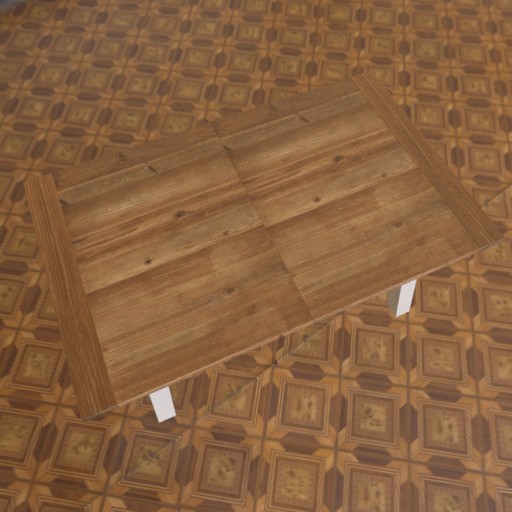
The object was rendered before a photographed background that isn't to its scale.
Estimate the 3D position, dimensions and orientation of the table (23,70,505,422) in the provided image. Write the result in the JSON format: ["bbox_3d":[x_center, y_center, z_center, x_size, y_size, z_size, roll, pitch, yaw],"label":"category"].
[{"bbox_3d":[0.000,0.000,1.938,1.503,0.743,0.922,-21,65,-11],"label":"table"}]
